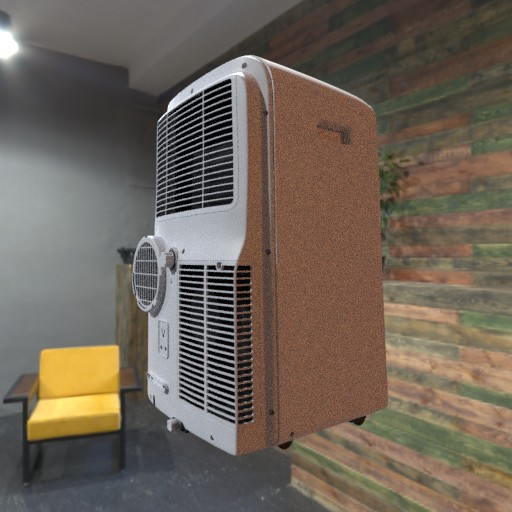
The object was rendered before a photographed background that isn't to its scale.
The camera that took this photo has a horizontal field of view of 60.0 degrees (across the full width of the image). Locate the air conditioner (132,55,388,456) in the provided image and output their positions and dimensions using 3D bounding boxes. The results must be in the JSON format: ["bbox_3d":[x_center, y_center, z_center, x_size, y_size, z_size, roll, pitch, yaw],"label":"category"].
[{"bbox_3d":[0.000,0.000,1.064,0.467,0.765,0.478,0,0,-35],"label":"air conditioner"}]
